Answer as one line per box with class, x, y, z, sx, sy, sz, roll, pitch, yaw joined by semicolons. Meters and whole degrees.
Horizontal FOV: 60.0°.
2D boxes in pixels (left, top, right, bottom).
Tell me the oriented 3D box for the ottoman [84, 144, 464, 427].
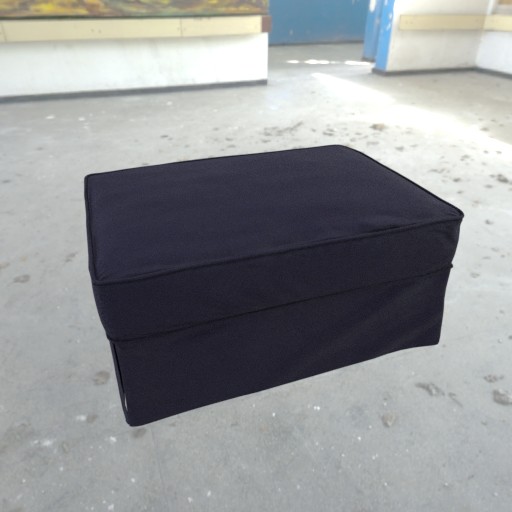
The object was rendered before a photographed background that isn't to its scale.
ottoman;0.000;0.000;1.324;0.938;0.503;0.637;-11;33;-17
